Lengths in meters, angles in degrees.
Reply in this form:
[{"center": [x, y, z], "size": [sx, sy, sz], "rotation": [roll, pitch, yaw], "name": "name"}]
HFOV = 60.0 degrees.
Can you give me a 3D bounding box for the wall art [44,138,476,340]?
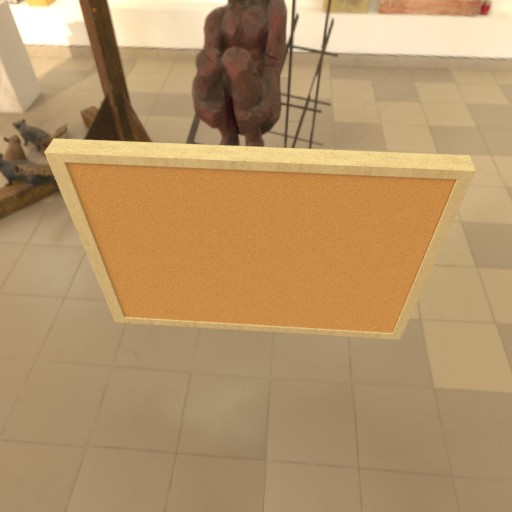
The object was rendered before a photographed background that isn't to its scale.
[{"center": [0.000, 0.000, 0.696], "size": [0.532, 0.380, 0.032], "rotation": [3, 48, 3], "name": "wall art"}]
